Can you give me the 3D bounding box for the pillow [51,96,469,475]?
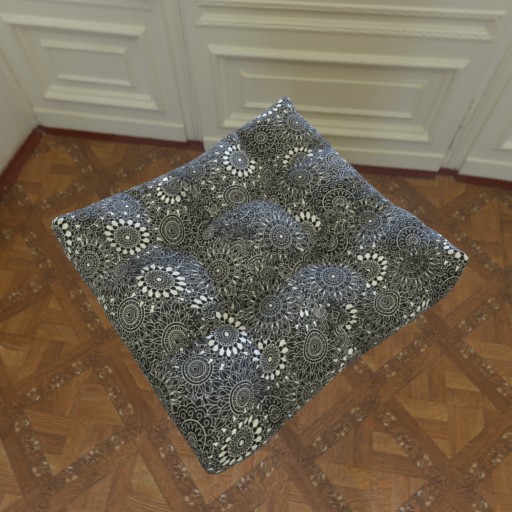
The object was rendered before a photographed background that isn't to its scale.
[{"bbox_3d":[0.000,0.000,0.720,0.490,0.128,0.468,-33,65,-17],"label":"pillow"}]
